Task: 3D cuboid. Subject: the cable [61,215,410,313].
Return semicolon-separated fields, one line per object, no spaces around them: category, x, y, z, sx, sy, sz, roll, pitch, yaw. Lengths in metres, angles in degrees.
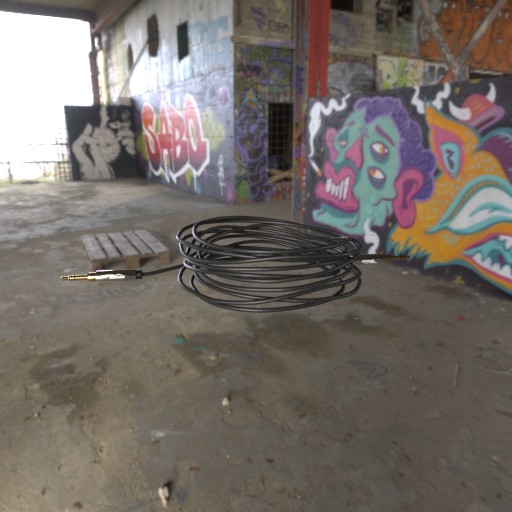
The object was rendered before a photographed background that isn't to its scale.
cable;0.000;0.000;0.492;0.432;0.069;0.198;-3;15;-10
